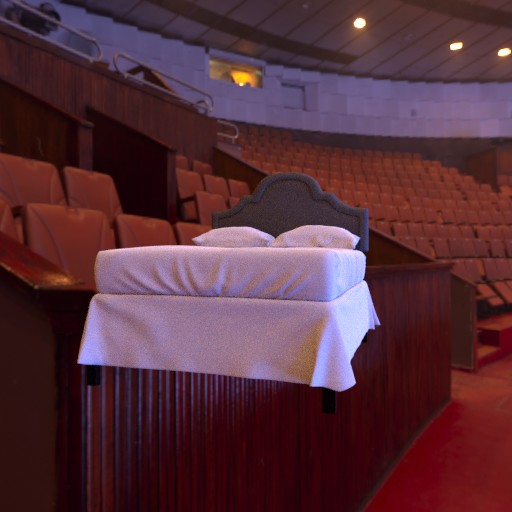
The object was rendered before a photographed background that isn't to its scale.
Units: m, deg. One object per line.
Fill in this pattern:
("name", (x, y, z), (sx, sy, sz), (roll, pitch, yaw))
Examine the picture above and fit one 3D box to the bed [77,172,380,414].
("bed", (0.000, 0.000, 3.495), (1.780, 1.634, 2.222), (0, 1, 19))
